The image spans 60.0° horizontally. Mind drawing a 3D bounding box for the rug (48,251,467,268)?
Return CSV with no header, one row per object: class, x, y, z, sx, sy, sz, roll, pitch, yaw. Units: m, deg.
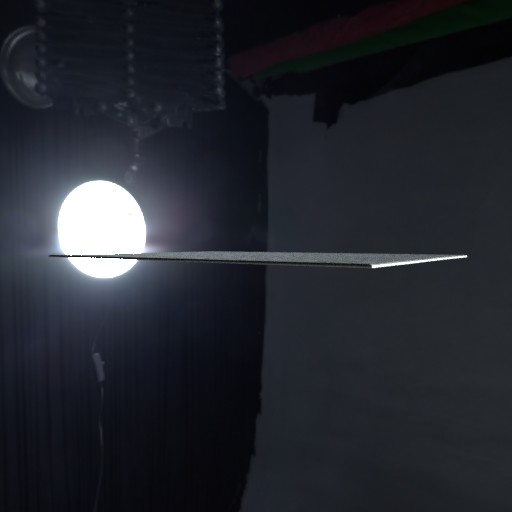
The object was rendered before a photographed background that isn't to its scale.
rug,0.000,0.000,2.860,2.197,0.014,1.586,1,2,37
